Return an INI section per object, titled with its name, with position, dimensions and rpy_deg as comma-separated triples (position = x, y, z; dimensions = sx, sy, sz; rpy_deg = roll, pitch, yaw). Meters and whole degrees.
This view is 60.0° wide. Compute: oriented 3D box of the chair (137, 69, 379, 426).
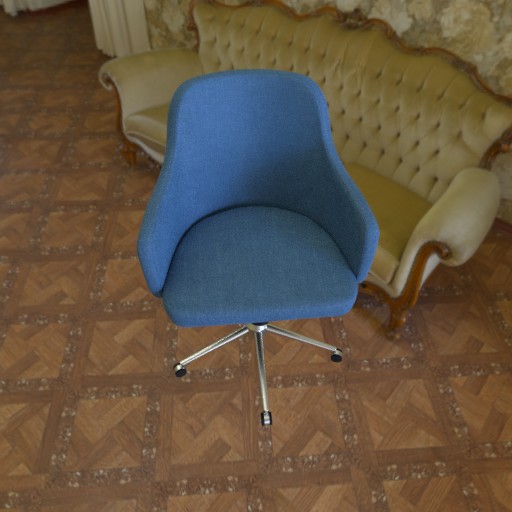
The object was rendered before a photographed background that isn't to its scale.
[chair]
position = 0.000, 0.000, 1.280
dimensions = 0.599, 0.820, 0.655
rpy_deg = -4, 46, -4
